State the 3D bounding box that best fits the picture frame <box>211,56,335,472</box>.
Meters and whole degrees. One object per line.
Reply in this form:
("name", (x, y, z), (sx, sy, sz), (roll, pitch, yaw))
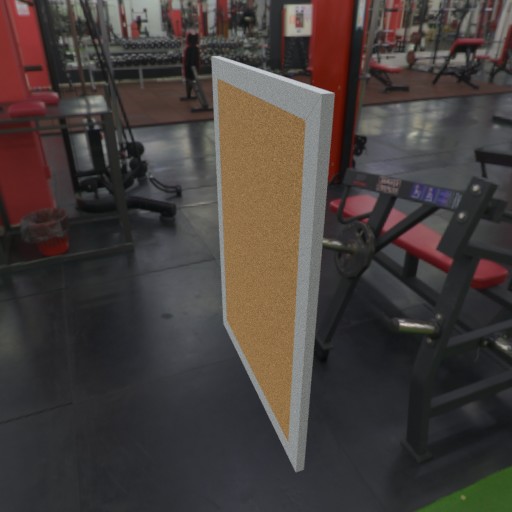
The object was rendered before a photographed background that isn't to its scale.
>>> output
("picture frame", (0.000, 0.000, 0.588), (0.011, 0.459, 0.326), (-10, 31, -17))
